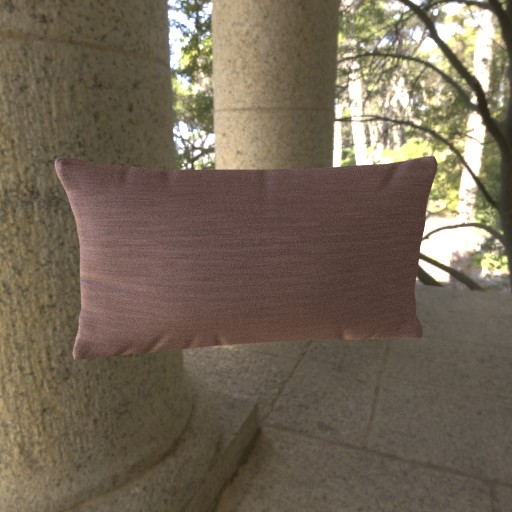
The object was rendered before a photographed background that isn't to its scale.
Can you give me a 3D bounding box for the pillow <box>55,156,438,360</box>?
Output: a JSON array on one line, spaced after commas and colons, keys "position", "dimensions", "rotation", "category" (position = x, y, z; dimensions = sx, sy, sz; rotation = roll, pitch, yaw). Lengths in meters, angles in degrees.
[{"position": [0.000, 0.000, 0.771], "dimensions": [0.633, 0.338, 0.210], "rotation": [-2, 15, -8], "category": "pillow"}]
